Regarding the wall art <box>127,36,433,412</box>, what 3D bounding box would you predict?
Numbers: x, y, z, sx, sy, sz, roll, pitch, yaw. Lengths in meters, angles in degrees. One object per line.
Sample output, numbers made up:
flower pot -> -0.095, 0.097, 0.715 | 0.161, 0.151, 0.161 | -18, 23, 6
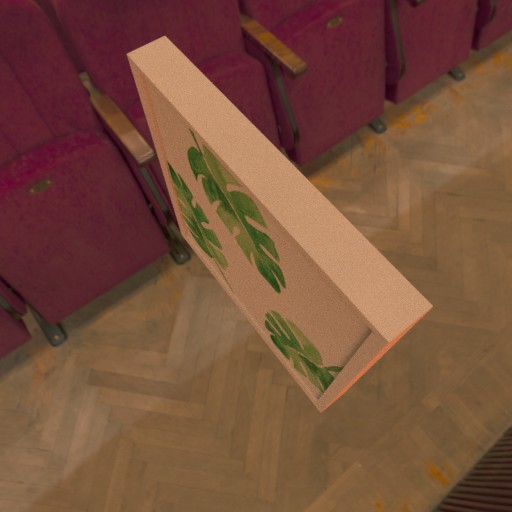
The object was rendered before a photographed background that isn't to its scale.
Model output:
wall art -> 0.000, 0.000, 0.452 | 0.038, 0.305, 0.305 | -34, 68, -16
